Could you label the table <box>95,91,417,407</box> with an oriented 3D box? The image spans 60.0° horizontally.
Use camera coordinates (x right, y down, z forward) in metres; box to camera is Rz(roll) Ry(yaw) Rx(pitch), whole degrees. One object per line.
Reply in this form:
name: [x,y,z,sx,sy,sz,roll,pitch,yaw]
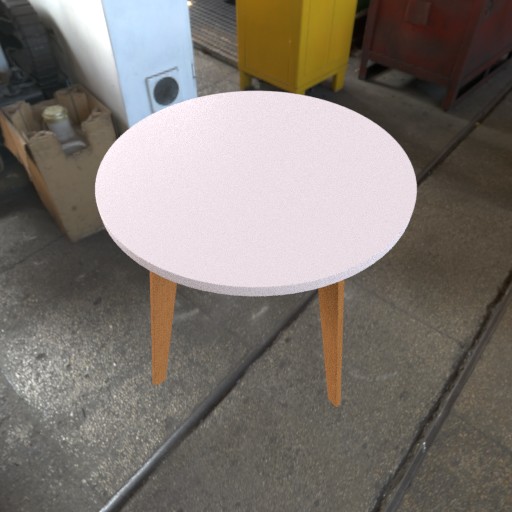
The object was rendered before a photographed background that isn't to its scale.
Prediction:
table: [0.000,0.000,1.549,0.896,0.762,0.896,0,47,0]
